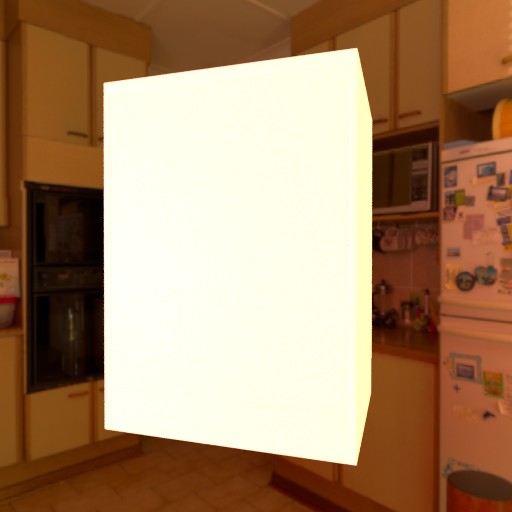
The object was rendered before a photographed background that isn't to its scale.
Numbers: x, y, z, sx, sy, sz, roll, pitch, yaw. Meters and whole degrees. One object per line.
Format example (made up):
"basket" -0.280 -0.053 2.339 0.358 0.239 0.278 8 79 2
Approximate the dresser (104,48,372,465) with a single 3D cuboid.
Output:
"dresser" 0.000 0.000 0.826 0.400 0.560 0.360 0 1 18
